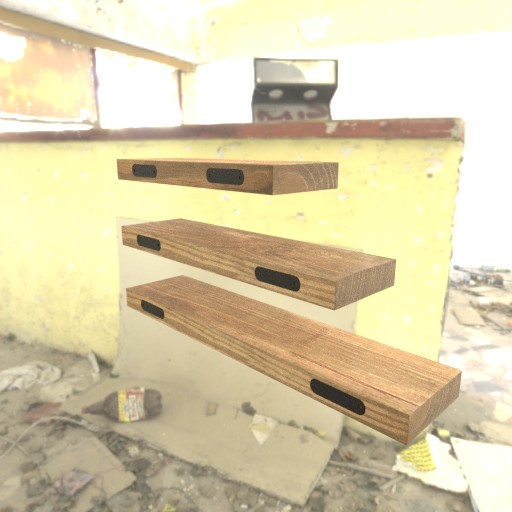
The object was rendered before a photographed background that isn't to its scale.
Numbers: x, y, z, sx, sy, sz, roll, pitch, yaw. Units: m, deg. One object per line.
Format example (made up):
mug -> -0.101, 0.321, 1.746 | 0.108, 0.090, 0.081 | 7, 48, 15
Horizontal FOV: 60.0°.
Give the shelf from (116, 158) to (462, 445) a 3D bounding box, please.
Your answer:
shelf -> 0.000, 0.000, 0.703 | 0.140, 0.293, 0.610 | -13, 19, -43
